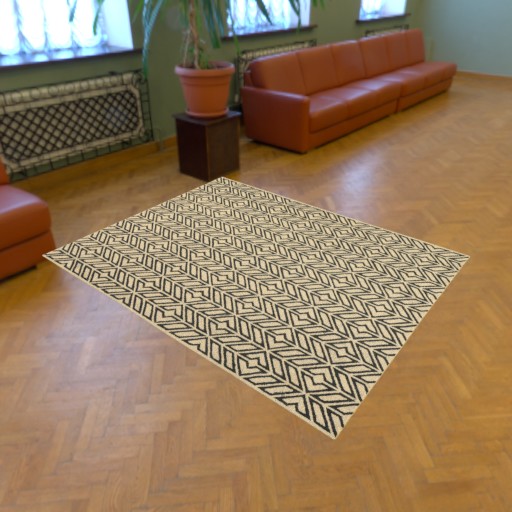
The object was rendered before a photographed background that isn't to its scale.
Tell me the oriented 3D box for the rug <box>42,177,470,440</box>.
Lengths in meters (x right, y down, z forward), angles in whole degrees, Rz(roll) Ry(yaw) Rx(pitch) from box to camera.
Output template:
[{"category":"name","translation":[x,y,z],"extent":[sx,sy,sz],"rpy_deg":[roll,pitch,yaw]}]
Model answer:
[{"category":"rug","translation":[0.000,0.000,4.024],"extent":[3.045,0.008,2.421],"rpy_deg":[23,39,32]}]
